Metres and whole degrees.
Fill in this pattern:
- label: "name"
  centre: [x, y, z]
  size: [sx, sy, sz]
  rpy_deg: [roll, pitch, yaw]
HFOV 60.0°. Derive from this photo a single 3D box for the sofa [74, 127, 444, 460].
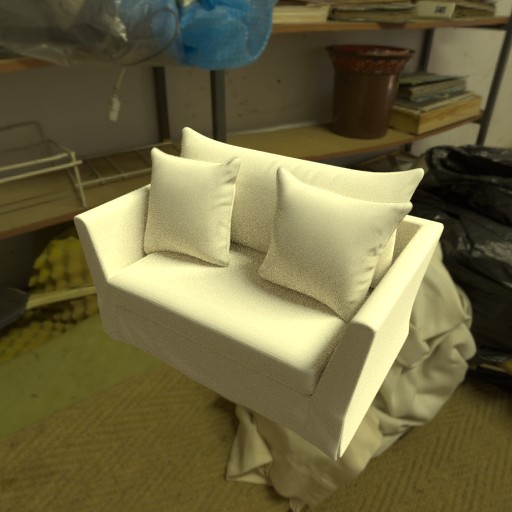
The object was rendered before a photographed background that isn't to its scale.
- label: "sofa"
  centre: [0.000, 0.000, 2.335]
  size: [1.608, 1.039, 1.026]
  rpy_deg: [19, 36, 28]
